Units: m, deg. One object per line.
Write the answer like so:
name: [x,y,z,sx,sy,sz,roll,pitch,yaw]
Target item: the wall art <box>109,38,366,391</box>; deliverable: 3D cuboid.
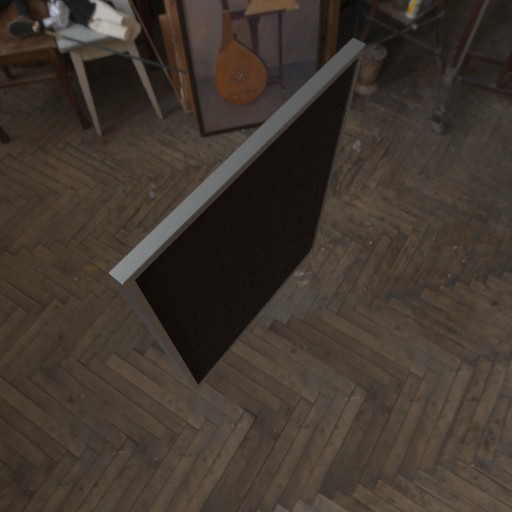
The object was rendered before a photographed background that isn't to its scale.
wall art: [0.000,0.000,1.400,0.037,1.062,0.801,35,68,16]
